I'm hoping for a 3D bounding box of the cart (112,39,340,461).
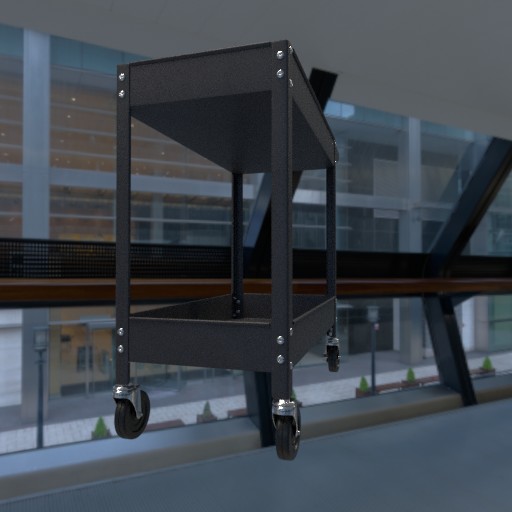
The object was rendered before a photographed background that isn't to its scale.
[{"bbox_3d":[0.000,0.000,1.151,0.366,0.719,0.779,0,-1,17],"label":"cart"}]
